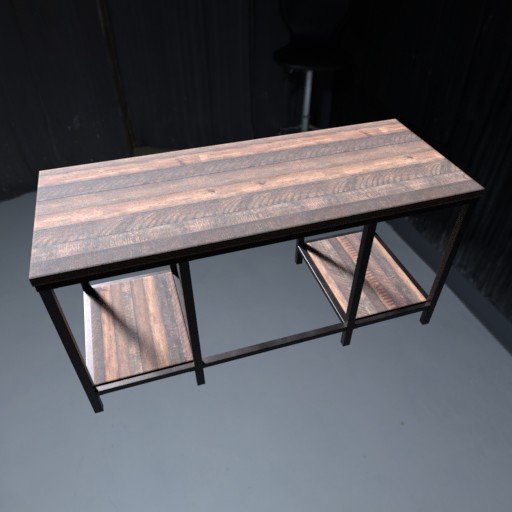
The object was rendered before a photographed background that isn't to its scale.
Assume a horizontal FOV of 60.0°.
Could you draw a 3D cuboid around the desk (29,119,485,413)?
[{"bbox_3d":[0.000,0.000,1.893,1.538,0.753,0.617,-12,43,-13],"label":"desk"}]
